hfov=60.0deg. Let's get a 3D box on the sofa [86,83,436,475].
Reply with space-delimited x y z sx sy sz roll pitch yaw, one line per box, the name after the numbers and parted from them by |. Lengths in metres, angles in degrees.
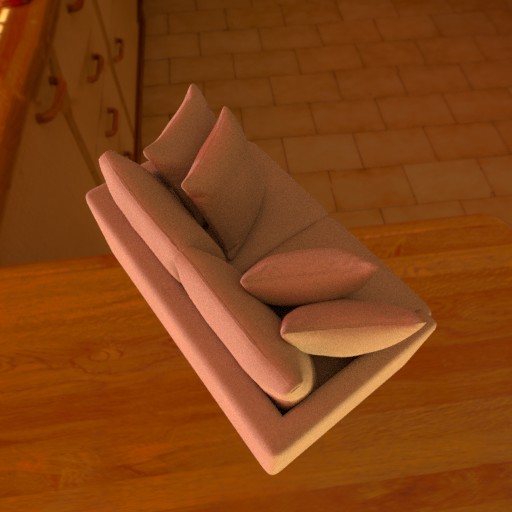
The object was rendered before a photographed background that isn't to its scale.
0.000 0.000 2.563 1.228 1.080 1.869 -33 63 -19 | sofa
